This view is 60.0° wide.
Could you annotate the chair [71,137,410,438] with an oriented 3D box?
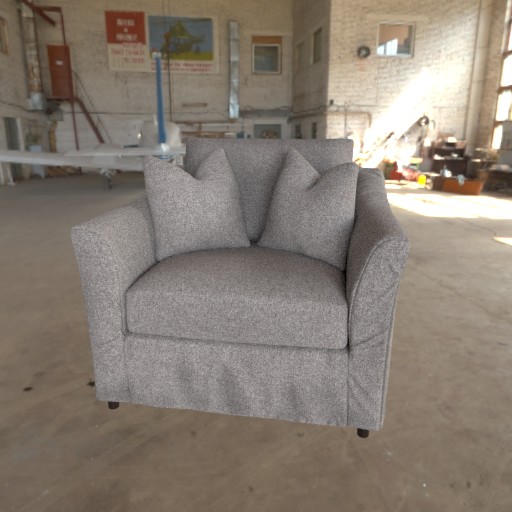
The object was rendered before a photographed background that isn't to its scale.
[{"bbox_3d":[0.000,0.000,2.044,1.194,1.059,1.071,3,15,10],"label":"chair"}]
